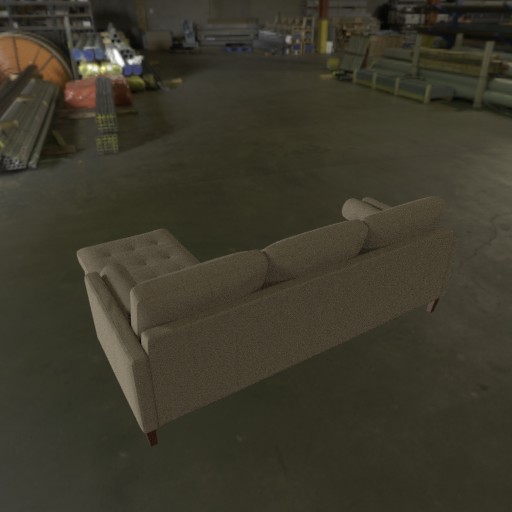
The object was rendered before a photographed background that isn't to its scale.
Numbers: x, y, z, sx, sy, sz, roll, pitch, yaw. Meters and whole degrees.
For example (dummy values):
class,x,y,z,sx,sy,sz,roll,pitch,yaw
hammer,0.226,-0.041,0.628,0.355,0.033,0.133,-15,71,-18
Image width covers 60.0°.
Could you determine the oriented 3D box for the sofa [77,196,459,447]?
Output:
class,x,y,z,sx,sy,sz,roll,pitch,yaw
sofa,0.000,0.000,2.986,2.178,0.875,1.506,-17,34,-27
